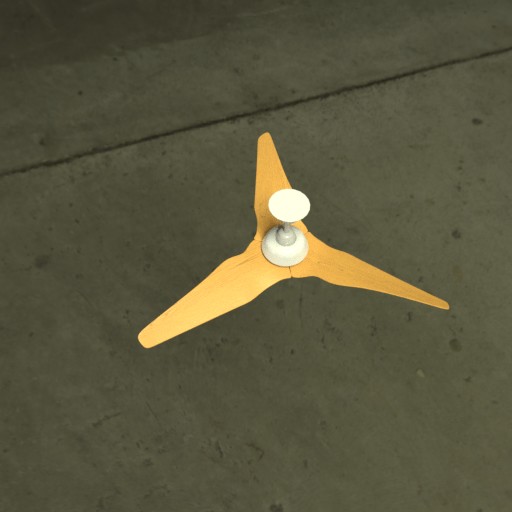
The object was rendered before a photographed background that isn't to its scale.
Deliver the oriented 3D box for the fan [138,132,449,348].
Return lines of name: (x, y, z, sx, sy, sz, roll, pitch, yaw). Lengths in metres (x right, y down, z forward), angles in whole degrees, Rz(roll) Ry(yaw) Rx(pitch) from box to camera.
fan: (0.000, 0.000, 1.635, 1.010, 0.355, 1.142, -34, 64, -19)
